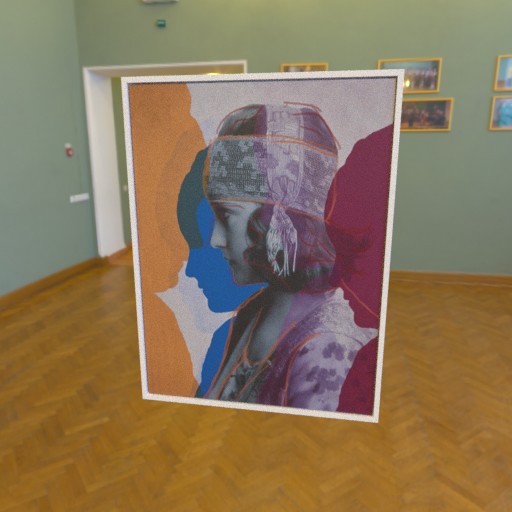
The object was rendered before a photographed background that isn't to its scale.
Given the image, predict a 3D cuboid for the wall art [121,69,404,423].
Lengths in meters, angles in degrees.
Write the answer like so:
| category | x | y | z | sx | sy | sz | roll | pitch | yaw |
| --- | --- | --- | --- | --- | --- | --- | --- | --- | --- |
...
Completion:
| category | x | y | z | sx | sy | sz | roll | pitch | yaw |
| --- | --- | --- | --- | --- | --- | --- | --- | --- | --- |
| wall art | 0.000 | 0.000 | 1.369 | 0.795 | 1.050 | 0.039 | 2 | 14 | 10 |
